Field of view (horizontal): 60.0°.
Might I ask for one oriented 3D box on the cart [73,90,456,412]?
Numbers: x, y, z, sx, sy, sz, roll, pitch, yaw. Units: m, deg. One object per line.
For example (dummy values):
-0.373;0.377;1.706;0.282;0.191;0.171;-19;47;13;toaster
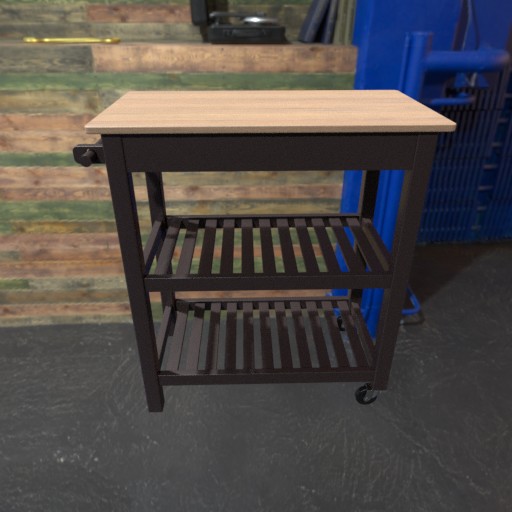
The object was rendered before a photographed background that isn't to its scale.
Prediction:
0.000;0.000;1.414;0.899;0.927;0.457;-1;30;-1;cart
